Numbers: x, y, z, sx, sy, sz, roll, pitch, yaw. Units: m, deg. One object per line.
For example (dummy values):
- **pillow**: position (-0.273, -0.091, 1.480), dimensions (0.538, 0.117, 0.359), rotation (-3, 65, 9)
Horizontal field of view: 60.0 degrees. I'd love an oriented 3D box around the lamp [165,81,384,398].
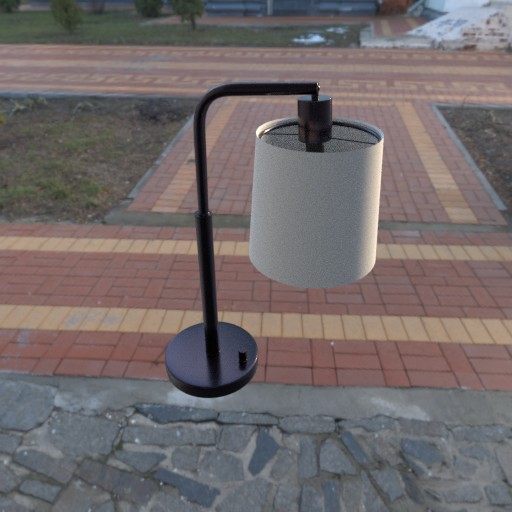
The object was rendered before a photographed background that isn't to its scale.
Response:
- **lamp**: position (0.000, 0.000, 0.644), dimensions (0.333, 0.489, 0.171), rotation (11, 34, 17)
